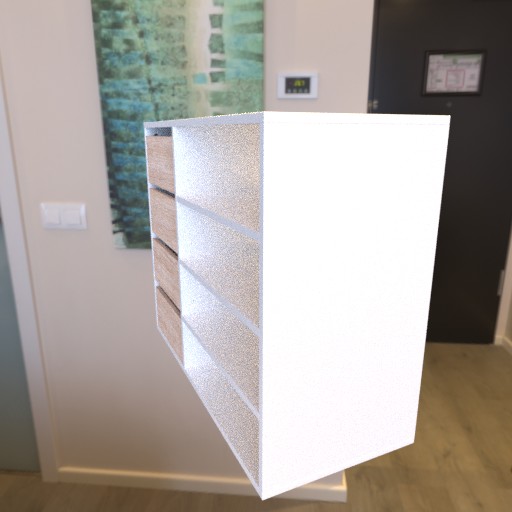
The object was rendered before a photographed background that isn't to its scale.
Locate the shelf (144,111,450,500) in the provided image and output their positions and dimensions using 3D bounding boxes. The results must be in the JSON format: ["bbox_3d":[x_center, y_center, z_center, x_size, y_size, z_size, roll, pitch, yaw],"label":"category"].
[{"bbox_3d":[0.000,0.000,1.249,0.396,0.732,0.895,-7,17,-24],"label":"shelf"}]
